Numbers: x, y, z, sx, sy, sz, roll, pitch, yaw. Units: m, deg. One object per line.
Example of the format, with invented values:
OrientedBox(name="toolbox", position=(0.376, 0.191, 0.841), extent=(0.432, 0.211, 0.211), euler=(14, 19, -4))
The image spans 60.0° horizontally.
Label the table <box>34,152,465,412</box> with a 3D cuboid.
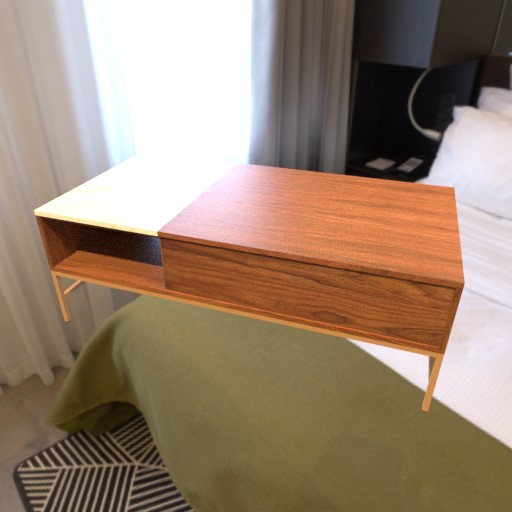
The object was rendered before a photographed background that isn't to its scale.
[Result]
OrientedBox(name="table", position=(0.000, 0.000, 1.965), extent=(1.553, 0.551, 0.789), euler=(10, 32, 16))
